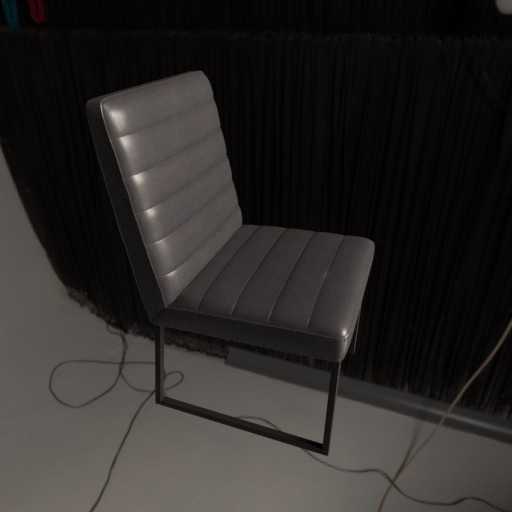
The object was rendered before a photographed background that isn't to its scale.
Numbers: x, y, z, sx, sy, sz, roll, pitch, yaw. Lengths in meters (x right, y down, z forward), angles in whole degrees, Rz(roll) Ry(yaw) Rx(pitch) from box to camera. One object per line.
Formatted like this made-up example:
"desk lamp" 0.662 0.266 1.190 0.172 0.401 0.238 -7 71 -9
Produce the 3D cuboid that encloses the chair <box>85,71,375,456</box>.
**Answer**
"chair" 0.000 0.000 1.288 0.634 0.930 0.520 10 31 17
